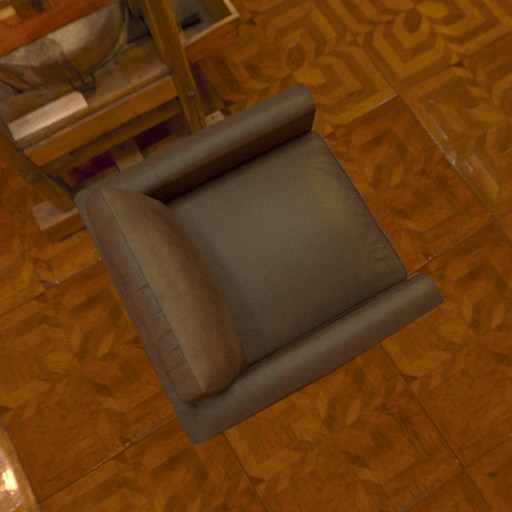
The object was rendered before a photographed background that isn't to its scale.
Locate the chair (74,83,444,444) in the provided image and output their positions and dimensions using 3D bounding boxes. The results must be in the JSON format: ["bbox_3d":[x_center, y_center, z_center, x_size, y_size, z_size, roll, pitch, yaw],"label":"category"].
[{"bbox_3d":[0.000,0.000,1.836,1.069,0.812,1.100,-28,78,-7],"label":"chair"}]
